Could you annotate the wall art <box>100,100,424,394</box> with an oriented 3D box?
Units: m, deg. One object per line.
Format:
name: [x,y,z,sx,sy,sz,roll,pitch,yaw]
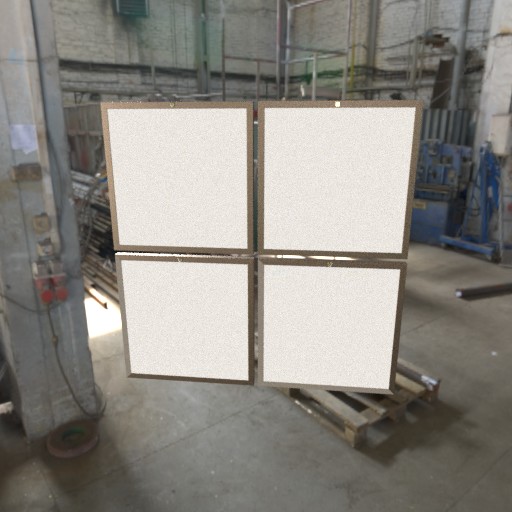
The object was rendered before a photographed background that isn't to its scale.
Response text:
wall art: [0.000,0.000,1.562,1.032,1.032,0.030,2,17,6]
